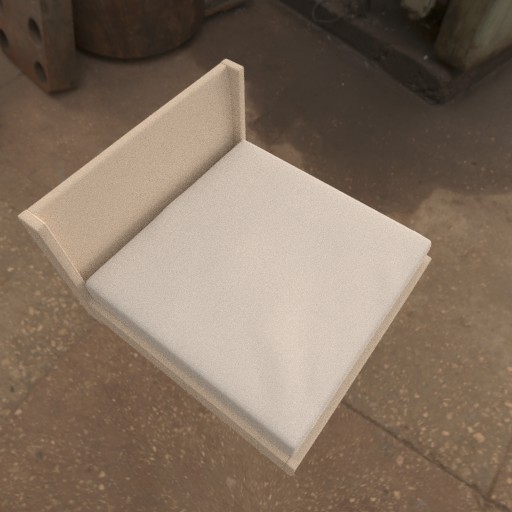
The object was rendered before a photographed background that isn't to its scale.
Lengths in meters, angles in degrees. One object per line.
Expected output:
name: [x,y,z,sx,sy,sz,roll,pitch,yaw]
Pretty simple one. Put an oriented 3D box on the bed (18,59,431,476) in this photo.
bed: [0.000,0.000,3.571,2.293,1.471,2.145,33,63,19]
